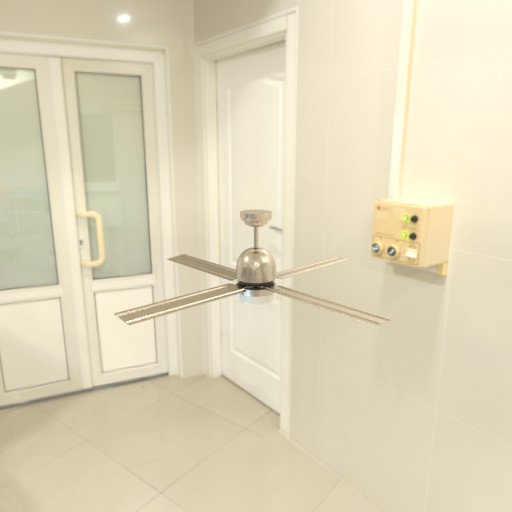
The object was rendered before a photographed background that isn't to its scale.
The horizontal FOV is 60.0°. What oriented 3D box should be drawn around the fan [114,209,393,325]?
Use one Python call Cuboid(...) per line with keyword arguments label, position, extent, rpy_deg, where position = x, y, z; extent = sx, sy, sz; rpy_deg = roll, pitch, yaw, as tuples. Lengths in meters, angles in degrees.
Cuboid(label="fan", position=(0.000, 0.000, 2.026), extent=(1.346, 0.406, 1.346), rpy_deg=(-13, 19, -43))
